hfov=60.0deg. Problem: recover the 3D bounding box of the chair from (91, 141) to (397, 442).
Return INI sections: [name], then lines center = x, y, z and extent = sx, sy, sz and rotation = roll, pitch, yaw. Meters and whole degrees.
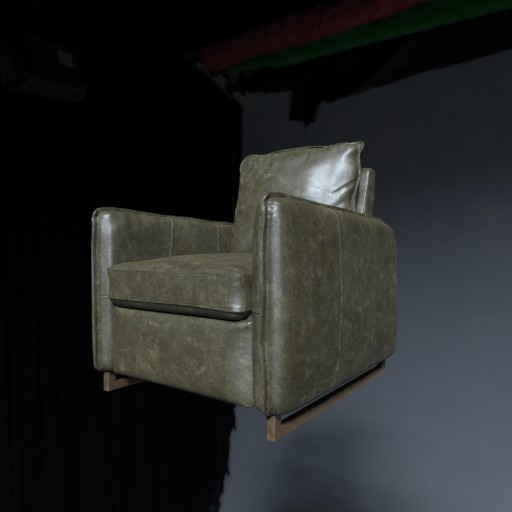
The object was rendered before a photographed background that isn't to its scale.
[chair]
center = 0.000, 0.000, 1.646
extent = 0.830, 0.921, 0.921
rotation = 1, 1, 36
